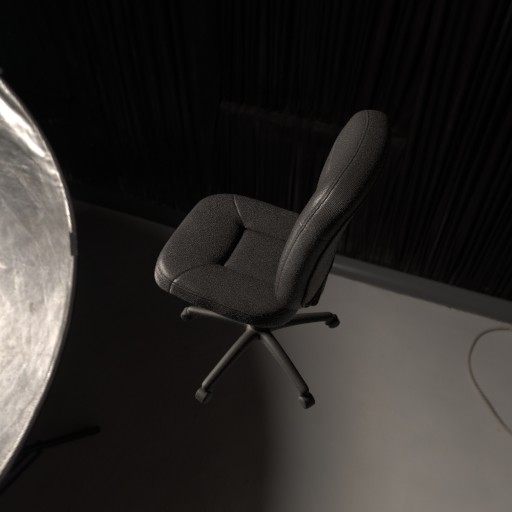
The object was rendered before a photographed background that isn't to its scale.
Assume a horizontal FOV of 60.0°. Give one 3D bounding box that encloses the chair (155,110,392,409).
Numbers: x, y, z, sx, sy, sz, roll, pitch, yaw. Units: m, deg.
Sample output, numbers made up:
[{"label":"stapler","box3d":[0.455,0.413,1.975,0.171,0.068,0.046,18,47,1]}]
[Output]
[{"label":"chair","box3d":[0.000,0.000,1.414,0.646,0.959,0.647,15,48,15]}]
